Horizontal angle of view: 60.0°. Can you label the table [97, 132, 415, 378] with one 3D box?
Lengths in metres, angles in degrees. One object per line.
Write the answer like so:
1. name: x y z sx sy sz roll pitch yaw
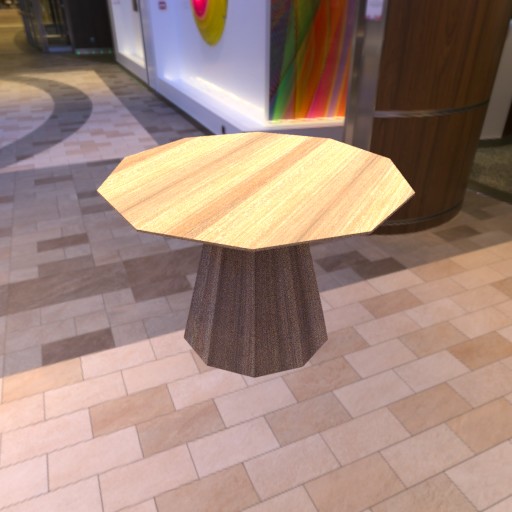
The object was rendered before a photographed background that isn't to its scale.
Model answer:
1. table: 0.000 0.000 1.923 1.186 0.752 1.186 0 31 0
